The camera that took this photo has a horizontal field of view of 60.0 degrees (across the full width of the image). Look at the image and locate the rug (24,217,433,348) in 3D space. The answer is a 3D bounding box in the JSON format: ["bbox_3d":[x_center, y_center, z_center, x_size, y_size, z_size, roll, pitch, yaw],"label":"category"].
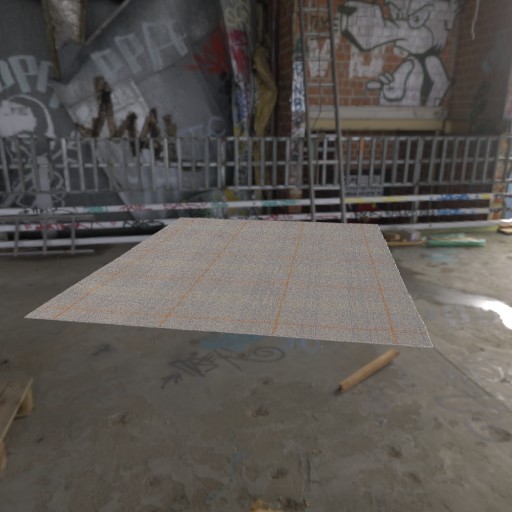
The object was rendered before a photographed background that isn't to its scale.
[{"bbox_3d":[0.000,0.000,4.020,2.448,0.021,3.051,3,17,9],"label":"rug"}]
